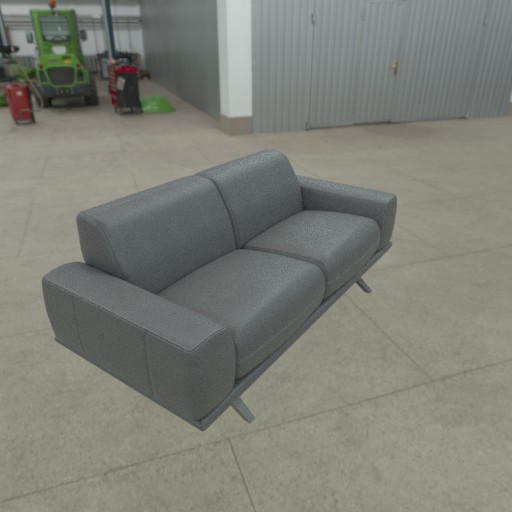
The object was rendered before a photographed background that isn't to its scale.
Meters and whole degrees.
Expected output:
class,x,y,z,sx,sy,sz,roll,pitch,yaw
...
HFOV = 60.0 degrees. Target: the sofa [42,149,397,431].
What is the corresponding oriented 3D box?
class,x,y,z,sx,sy,sz,roll,pitch,yaw
sofa,0.000,0.000,2.361,0.900,0.772,1.901,18,32,31
